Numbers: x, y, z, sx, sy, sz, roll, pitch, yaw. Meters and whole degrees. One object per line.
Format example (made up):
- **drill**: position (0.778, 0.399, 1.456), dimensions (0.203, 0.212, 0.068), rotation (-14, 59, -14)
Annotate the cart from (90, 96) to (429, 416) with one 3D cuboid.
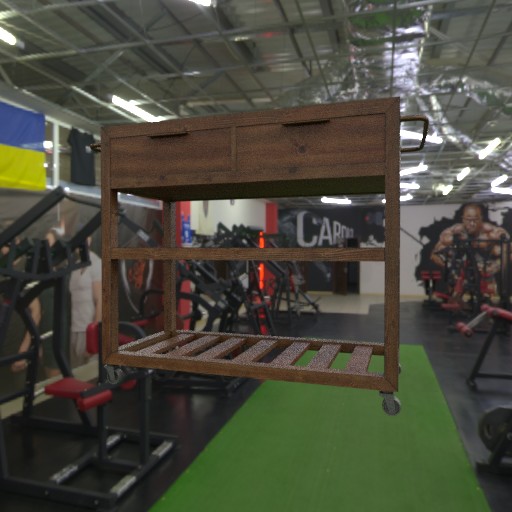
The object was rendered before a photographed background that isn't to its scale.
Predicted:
- **cart**: position (0.000, 0.000, 1.480), dimensions (1.065, 0.830, 0.445), rotation (0, 1, 18)
